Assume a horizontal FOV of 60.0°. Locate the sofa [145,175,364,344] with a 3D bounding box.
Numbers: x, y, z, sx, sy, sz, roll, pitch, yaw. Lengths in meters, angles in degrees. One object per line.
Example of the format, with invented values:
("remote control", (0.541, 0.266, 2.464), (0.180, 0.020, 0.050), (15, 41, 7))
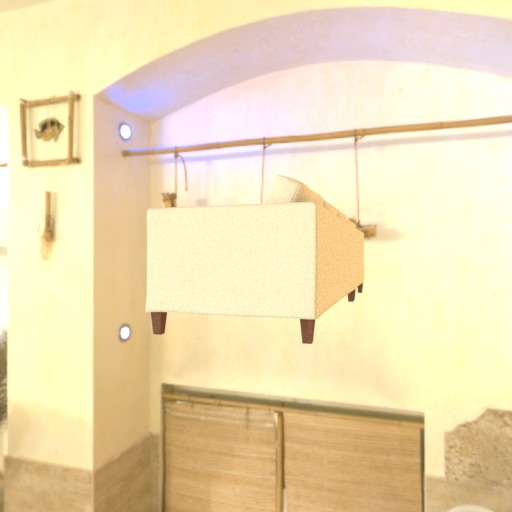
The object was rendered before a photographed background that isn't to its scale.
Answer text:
("sofa", (0.000, 0.000, 3.854), (1.625, 0.846, 3.186), (0, 0, 18))
